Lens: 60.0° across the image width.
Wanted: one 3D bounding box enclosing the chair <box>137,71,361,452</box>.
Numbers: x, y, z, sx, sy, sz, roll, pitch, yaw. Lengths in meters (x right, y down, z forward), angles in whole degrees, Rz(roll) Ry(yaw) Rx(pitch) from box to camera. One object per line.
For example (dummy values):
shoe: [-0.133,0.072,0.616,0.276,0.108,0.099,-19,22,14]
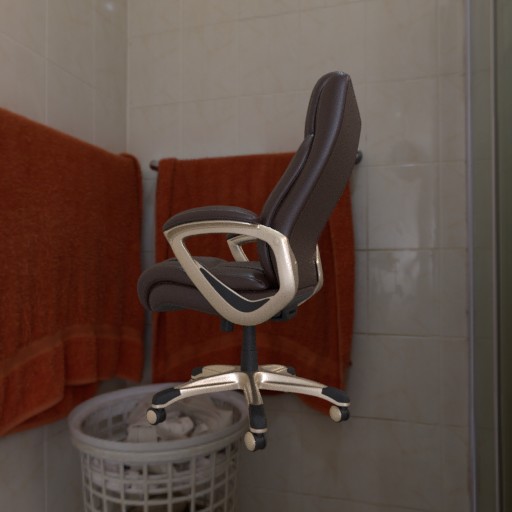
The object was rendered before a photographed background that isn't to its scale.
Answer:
chair: [0.000,0.000,1.677,0.749,1.194,0.692,0,-1,18]
